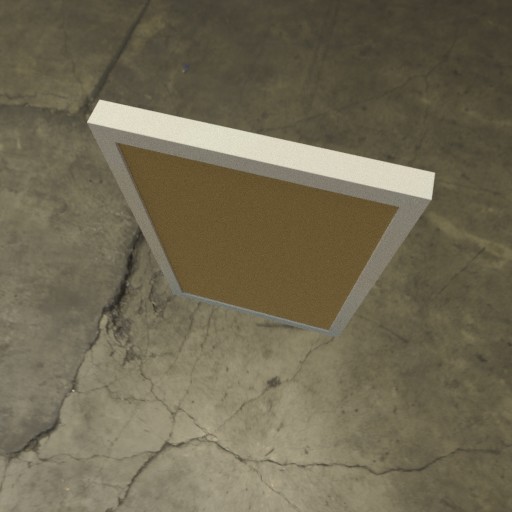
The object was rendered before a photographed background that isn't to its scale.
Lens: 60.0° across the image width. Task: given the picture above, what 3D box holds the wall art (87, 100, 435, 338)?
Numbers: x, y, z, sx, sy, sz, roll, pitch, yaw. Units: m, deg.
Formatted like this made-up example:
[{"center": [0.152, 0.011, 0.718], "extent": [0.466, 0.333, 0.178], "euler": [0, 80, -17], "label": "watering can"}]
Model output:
[{"center": [0.000, 0.000, 0.792], "extent": [0.408, 0.611, 0.038], "euler": [14, 66, 6], "label": "wall art"}]
